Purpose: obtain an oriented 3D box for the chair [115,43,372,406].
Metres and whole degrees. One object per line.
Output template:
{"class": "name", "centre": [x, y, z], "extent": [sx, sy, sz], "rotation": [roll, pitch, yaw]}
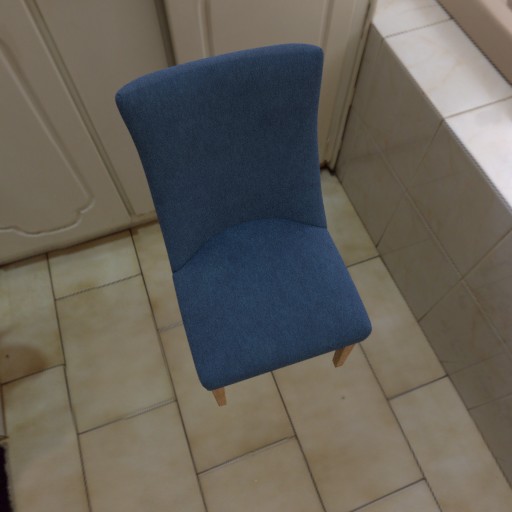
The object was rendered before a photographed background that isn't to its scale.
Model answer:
{"class": "chair", "centre": [0.000, 0.000, 1.258], "extent": [0.495, 0.902, 0.609], "rotation": [-16, 64, -8]}
